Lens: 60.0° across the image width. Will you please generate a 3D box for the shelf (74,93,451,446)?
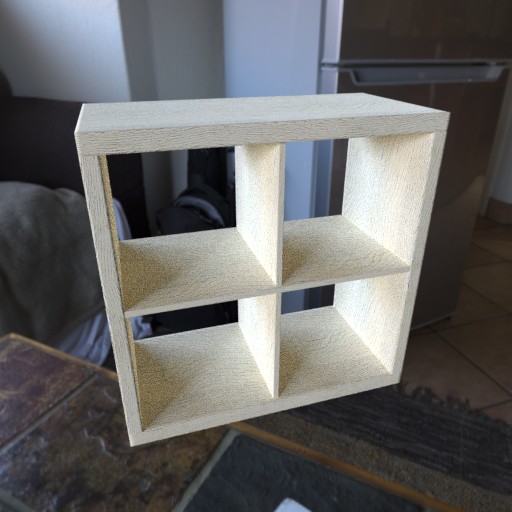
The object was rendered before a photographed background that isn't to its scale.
[{"bbox_3d":[0.000,0.000,1.227,0.790,0.786,0.390,-8,28,-15],"label":"shelf"}]
